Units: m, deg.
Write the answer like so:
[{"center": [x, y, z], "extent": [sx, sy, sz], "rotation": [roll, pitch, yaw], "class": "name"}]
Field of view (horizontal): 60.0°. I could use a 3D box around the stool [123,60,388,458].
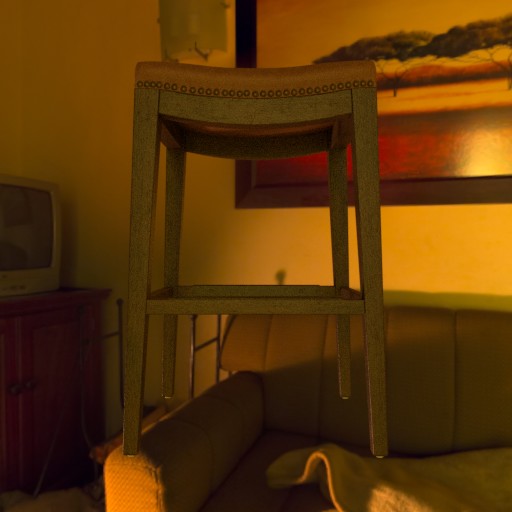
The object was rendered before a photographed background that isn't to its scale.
[{"center": [0.000, 0.000, 1.010], "extent": [0.500, 0.759, 0.361], "rotation": [0, 1, 0], "class": "stool"}]
